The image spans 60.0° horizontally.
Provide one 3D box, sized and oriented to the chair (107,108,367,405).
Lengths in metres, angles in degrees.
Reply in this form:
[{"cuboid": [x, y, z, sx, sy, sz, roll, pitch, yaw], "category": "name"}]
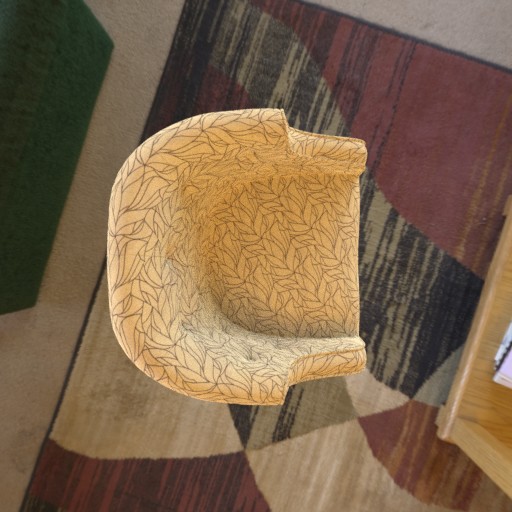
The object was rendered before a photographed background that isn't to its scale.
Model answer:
[{"cuboid": [0.000, 0.000, 1.304, 0.613, 0.858, 0.686, 0, 91, 1], "category": "chair"}]
